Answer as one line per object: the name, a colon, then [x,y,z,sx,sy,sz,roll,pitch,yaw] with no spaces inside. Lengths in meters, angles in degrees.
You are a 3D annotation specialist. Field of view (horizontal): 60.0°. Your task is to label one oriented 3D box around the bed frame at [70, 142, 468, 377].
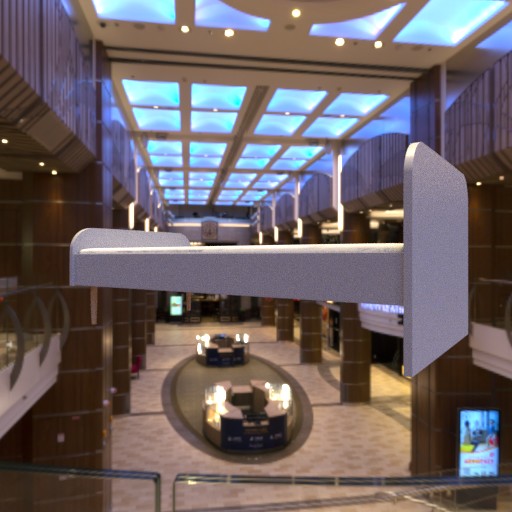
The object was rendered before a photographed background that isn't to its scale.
bed frame: [0.000,0.000,2.434,1.963,0.805,0.998,0,0,35]
